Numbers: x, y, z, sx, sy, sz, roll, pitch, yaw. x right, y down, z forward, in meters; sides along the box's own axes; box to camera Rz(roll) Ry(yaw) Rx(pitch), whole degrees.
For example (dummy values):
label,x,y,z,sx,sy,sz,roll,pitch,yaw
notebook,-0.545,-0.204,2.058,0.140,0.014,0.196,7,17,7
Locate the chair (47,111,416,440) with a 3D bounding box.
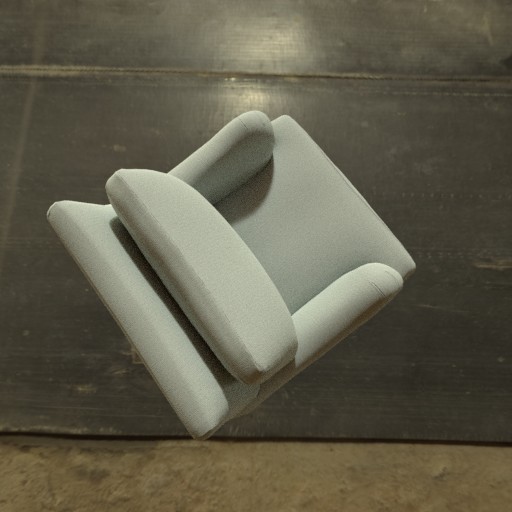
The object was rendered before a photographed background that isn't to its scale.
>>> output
label,x,y,z,sx,sy,sz,roll,pitch,yaw
chair,0.000,0.000,1.866,1.070,1.038,0.955,-36,79,-8
